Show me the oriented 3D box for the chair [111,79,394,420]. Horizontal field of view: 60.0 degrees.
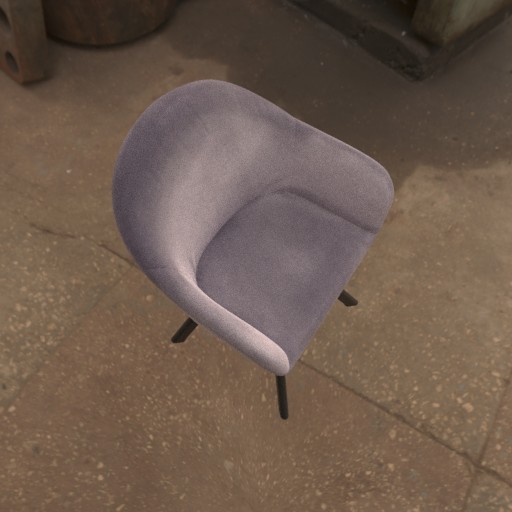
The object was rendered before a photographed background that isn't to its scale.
[{"bbox_3d":[0.000,0.000,1.178,0.540,0.780,0.570,30,64,17],"label":"chair"}]
